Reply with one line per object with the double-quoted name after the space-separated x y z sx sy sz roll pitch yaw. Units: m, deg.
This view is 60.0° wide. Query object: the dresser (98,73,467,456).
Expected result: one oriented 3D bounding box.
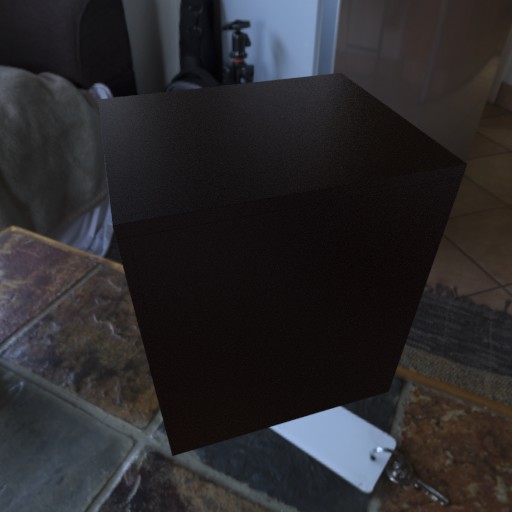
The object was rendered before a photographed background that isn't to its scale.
0.000 0.000 0.750 0.400 0.470 0.360 -12 42 -13 "dresser"
